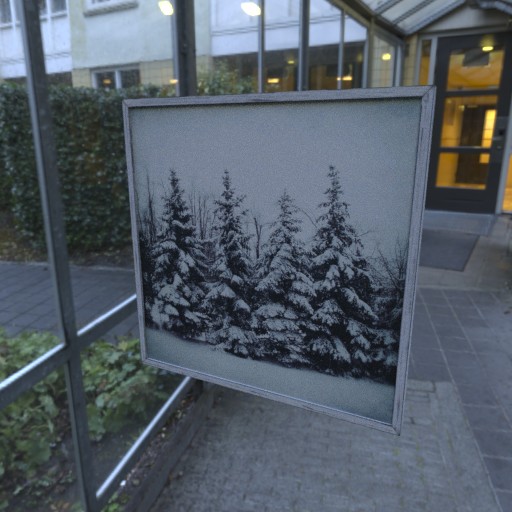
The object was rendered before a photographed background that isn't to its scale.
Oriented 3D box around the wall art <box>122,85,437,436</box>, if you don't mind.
[{"bbox_3d":[0.000,0.000,1.103,0.761,0.761,0.037,7,17,25],"label":"wall art"}]
